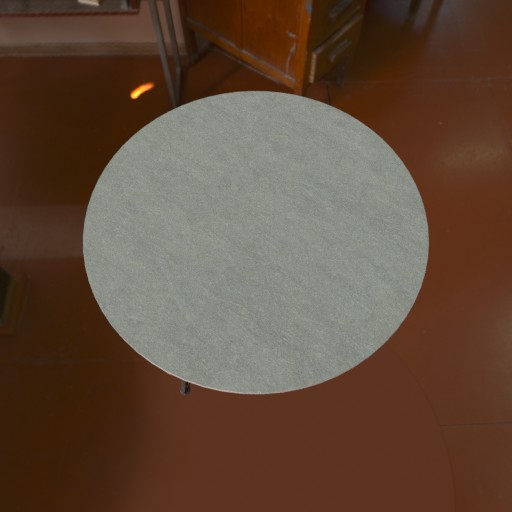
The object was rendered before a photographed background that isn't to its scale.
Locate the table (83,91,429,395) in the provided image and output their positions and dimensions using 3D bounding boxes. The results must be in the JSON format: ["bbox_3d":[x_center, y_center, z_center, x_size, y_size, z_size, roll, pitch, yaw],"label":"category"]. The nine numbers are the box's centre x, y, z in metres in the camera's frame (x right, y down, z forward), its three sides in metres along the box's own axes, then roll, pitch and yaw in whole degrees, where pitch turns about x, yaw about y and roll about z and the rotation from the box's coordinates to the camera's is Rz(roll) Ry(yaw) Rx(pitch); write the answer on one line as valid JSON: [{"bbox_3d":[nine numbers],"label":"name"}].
[{"bbox_3d":[0.000,0.000,1.367,0.889,0.470,0.889,0,64,0],"label":"table"}]
